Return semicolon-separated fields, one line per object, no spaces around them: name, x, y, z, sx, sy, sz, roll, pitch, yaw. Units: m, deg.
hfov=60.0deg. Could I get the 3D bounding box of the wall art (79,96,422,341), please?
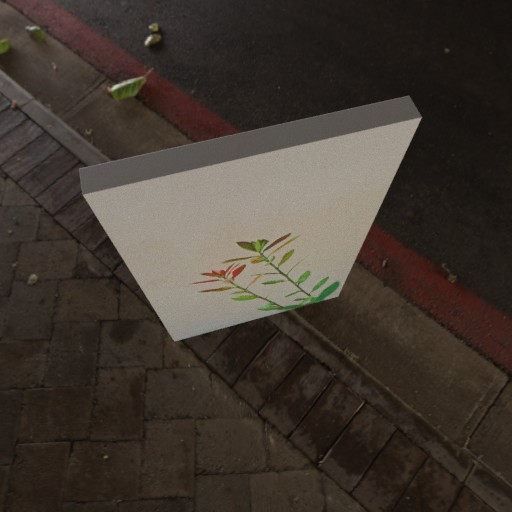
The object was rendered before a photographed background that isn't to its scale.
wall art;0.000;0.000;0.795;0.408;0.611;0.038;-14;65;-7
